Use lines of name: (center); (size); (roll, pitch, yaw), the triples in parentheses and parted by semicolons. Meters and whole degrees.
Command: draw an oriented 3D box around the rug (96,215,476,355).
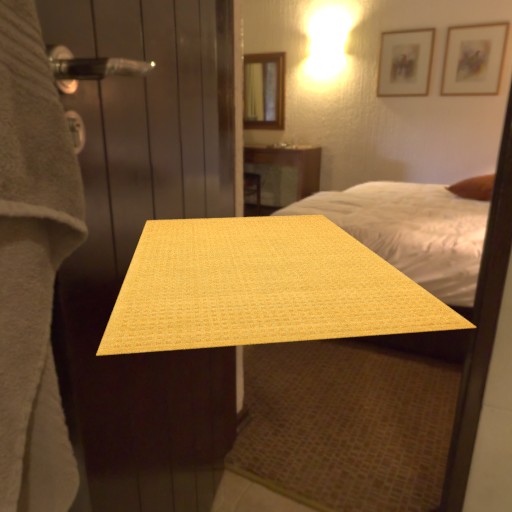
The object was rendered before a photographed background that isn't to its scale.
rug: (0.000, 0.000, 3.628); (1.981, 0.006, 2.895); (-3, 18, -8)
